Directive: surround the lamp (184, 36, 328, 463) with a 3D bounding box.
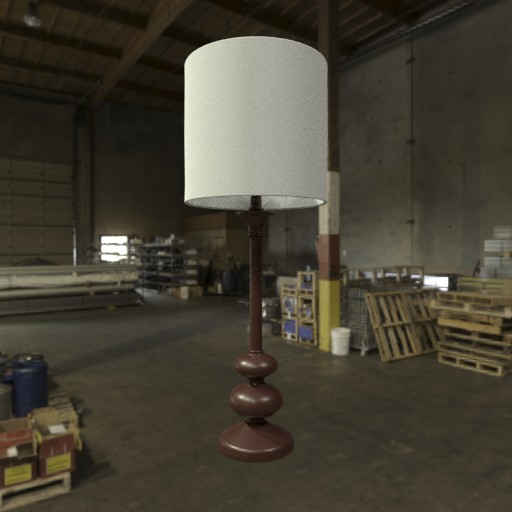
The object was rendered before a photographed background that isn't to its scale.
[{"bbox_3d":[0.000,0.000,0.800,0.254,0.690,0.254,-1,1,-35],"label":"lamp"}]
